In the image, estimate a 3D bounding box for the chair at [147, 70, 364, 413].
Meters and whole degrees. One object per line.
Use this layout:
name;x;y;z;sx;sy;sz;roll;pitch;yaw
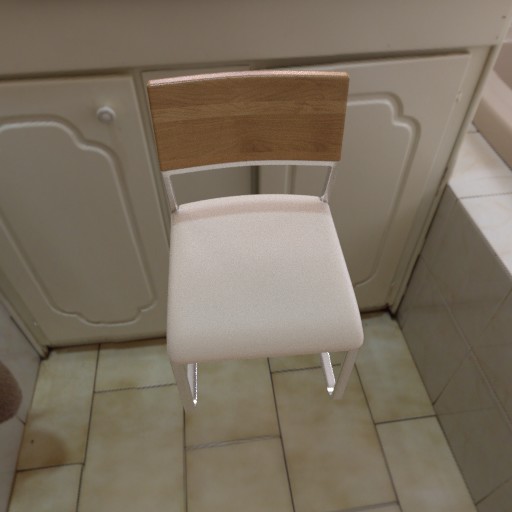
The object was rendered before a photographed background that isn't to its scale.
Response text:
chair;0.000;0.000;1.211;0.467;0.844;0.585;-4;47;-4
